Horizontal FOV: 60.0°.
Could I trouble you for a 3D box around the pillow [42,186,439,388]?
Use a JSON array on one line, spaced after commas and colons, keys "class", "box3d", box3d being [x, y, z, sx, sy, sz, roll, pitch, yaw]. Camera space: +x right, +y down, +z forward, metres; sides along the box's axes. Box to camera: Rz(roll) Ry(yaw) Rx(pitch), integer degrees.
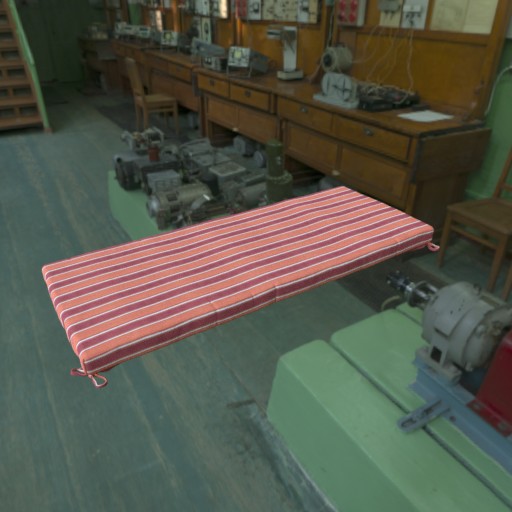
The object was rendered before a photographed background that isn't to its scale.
[{"class": "pillow", "box3d": [0.000, 0.000, 1.360, 1.187, 0.081, 0.492, -18, 35, -28]}]
